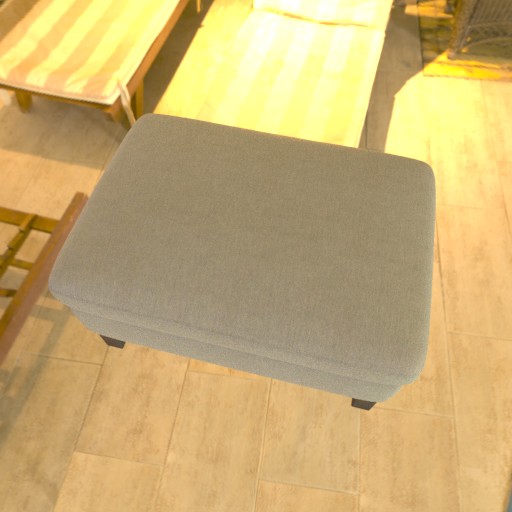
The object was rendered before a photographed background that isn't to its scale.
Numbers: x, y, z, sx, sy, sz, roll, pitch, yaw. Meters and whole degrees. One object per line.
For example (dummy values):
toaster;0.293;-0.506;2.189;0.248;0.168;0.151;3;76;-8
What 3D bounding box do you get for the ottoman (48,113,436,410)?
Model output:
ottoman;0.000;0.000;1.040;0.735;0.404;0.528;12;59;7
